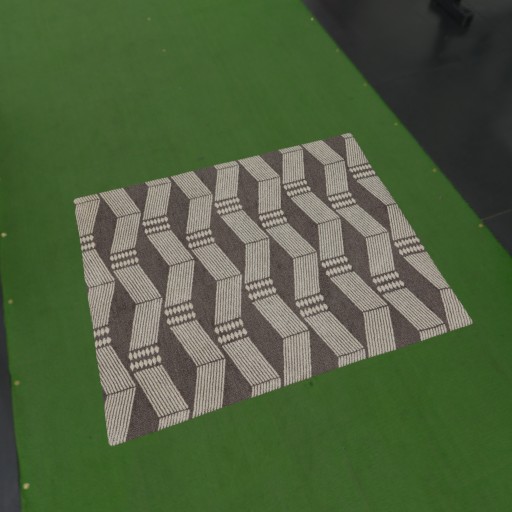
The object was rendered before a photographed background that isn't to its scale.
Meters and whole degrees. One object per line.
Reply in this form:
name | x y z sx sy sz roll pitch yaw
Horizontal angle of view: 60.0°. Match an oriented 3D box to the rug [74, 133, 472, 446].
rug | 0.000 0.000 4.084 3.048 0.016 2.438 -16 59 -10
